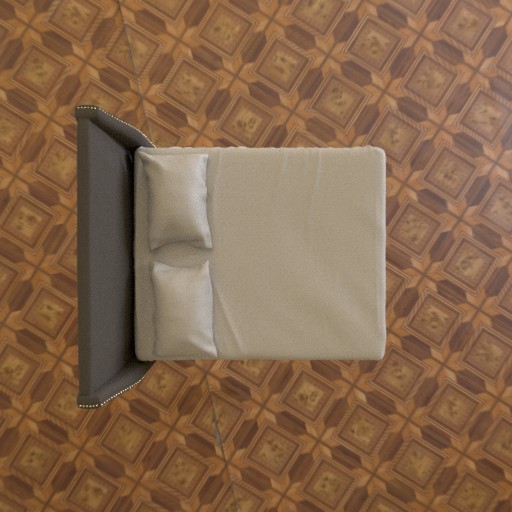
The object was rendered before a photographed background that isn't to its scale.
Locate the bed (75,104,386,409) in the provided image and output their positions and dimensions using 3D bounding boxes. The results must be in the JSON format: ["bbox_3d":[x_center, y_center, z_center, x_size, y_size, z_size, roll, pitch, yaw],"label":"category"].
[{"bbox_3d":[0.000,0.000,3.414,2.276,1.332,1.925,0,91,0],"label":"bed"}]
